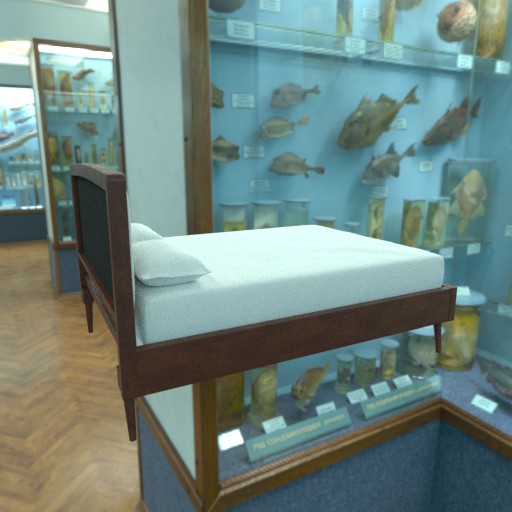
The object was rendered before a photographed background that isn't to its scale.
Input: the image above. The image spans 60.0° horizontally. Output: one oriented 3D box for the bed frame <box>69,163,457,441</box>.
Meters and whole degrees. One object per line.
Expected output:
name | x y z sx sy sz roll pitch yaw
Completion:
bed frame | 0.000 0.000 3.088 2.171 1.279 1.587 -7 15 -27
